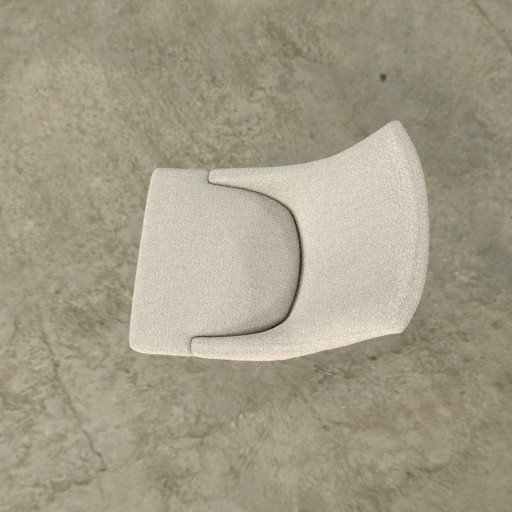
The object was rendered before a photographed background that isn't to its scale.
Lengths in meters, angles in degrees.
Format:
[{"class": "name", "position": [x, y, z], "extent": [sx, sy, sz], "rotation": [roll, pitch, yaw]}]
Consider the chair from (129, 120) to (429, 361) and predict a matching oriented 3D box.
[{"class": "chair", "position": [0.000, 0.000, 1.522], "extent": [0.861, 0.909, 0.701], "rotation": [4, 75, 1]}]
